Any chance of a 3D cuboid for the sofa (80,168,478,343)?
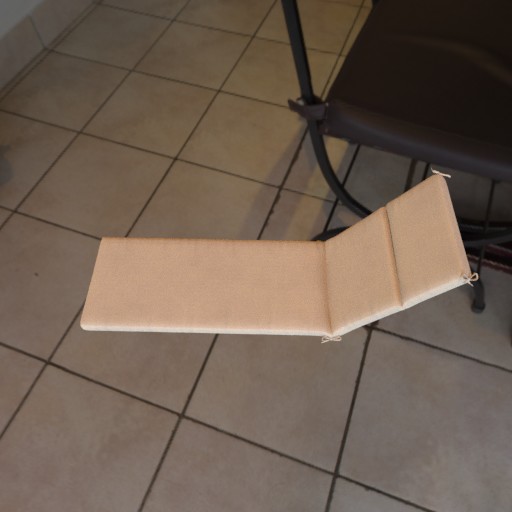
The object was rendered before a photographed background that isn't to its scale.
[{"bbox_3d":[0.000,0.000,2.010,1.663,0.622,0.582,1,57,1],"label":"sofa"}]
